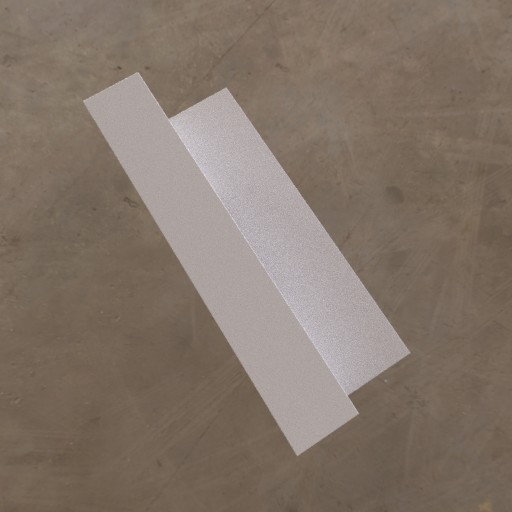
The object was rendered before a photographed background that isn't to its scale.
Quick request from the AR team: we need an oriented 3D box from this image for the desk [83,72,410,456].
[{"bbox_3d":[0.000,0.000,1.757,0.559,0.990,1.199,-31,79,-7],"label":"desk"}]
